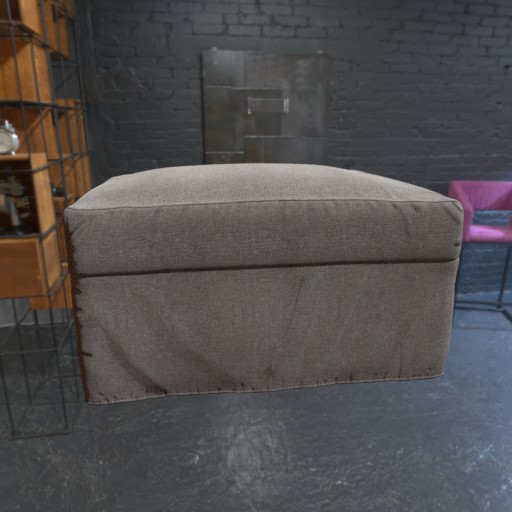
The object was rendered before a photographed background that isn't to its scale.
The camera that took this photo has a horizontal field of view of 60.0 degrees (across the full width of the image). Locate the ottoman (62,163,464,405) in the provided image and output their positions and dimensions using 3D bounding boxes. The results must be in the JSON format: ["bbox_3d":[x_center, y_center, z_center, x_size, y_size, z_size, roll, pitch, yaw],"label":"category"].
[{"bbox_3d":[0.000,0.000,1.231,0.833,0.492,0.652,-2,17,-7],"label":"ottoman"}]
